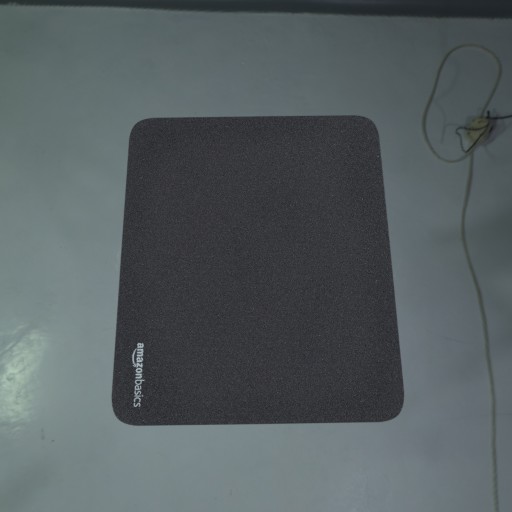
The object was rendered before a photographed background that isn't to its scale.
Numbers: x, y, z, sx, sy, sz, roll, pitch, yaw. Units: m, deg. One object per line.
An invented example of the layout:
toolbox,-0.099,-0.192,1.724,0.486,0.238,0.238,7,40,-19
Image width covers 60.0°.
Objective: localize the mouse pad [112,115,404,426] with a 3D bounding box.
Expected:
mouse pad,0.000,0.000,0.442,0.269,0.002,0.315,-1,75,0
